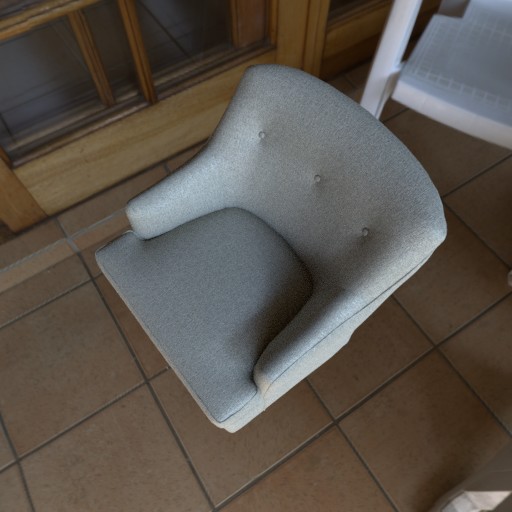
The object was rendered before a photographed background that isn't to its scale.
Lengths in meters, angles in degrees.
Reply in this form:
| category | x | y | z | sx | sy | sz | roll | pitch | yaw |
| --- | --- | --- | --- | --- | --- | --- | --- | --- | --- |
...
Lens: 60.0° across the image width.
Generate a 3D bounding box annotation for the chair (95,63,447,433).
| category | x | y | z | sx | sy | sz | roll | pitch | yaw |
| --- | --- | --- | --- | --- | --- | --- | --- | --- | --- |
| chair | 0.000 | 0.000 | 1.592 | 0.923 | 0.856 | 0.864 | -36 | 68 | -17 |
